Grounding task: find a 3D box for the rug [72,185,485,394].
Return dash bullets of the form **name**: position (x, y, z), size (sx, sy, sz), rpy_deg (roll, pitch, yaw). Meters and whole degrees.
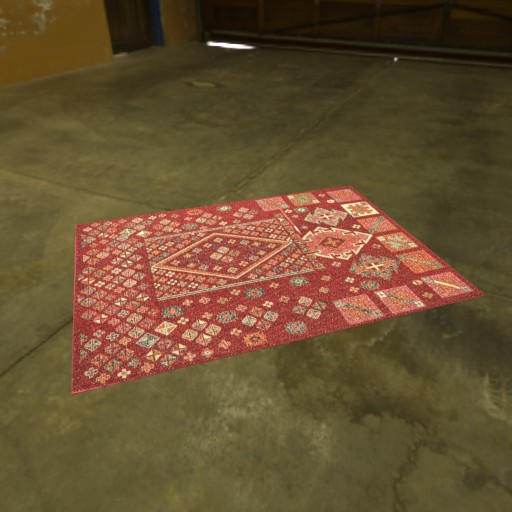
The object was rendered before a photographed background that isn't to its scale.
- **rug**: position (0.000, 0.000, 2.814), size (2.184, 0.007, 1.579), rpy_deg (-10, 34, -15)
